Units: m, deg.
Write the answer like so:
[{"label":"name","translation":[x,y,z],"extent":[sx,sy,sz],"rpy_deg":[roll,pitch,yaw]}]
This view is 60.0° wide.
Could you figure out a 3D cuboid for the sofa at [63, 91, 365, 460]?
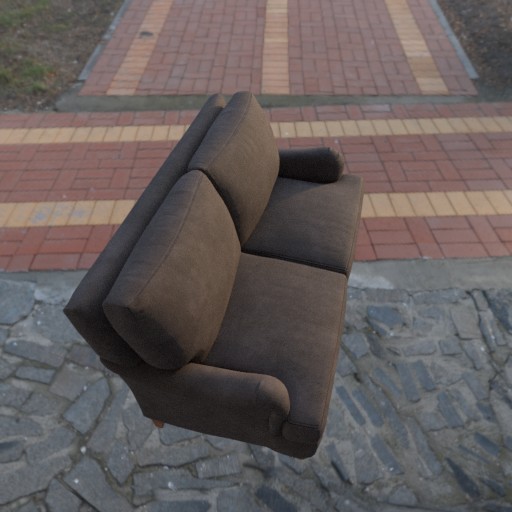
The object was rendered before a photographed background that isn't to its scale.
[{"label":"sofa","translation":[0.000,0.000,2.507],"extent":[1.084,1.101,1.853],"rpy_deg":[11,48,10]}]
